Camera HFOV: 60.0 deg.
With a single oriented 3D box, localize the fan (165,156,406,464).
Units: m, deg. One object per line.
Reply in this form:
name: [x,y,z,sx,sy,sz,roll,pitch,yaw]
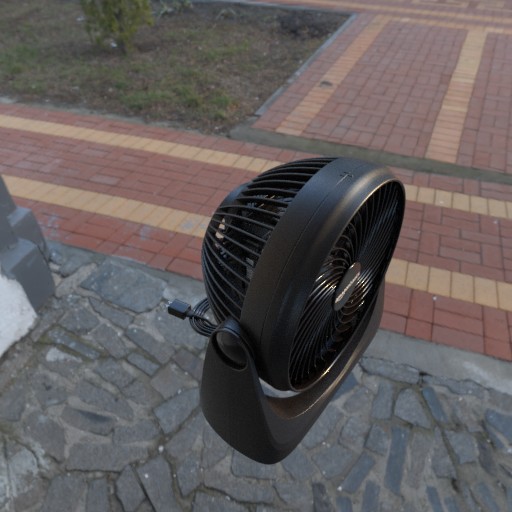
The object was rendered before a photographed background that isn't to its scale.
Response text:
fan: [0.000,0.000,0.495,0.256,0.277,0.273,27,48,27]
